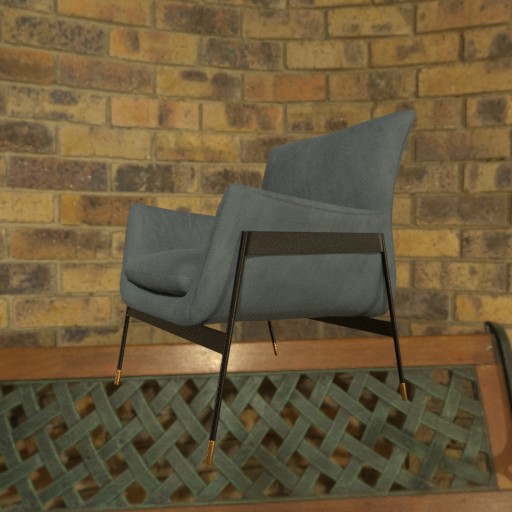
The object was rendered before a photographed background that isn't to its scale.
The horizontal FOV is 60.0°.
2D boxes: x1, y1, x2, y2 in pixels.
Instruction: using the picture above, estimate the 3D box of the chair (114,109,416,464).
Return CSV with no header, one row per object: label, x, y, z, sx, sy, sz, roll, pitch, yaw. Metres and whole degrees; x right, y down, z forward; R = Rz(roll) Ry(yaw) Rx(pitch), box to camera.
chair,0.000,0.000,1.385,0.709,0.858,0.678,-1,2,-35
